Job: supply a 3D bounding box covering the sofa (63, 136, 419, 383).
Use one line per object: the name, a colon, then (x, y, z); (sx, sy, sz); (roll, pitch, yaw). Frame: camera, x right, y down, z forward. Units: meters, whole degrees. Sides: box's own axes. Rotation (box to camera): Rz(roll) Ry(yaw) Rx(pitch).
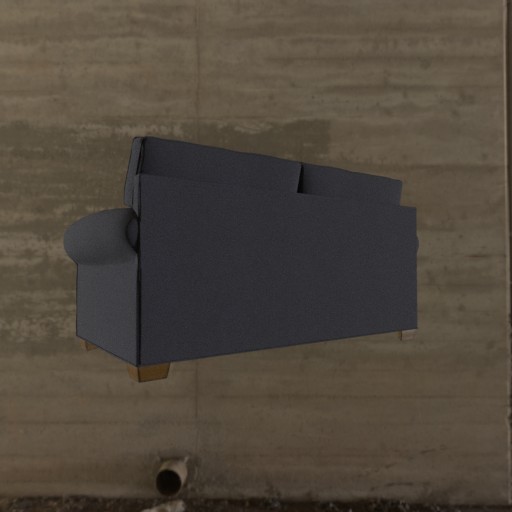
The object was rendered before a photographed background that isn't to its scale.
sofa: (0.000, 0.000, 2.619); (2.009, 1.031, 0.951); (1, -1, -35)
